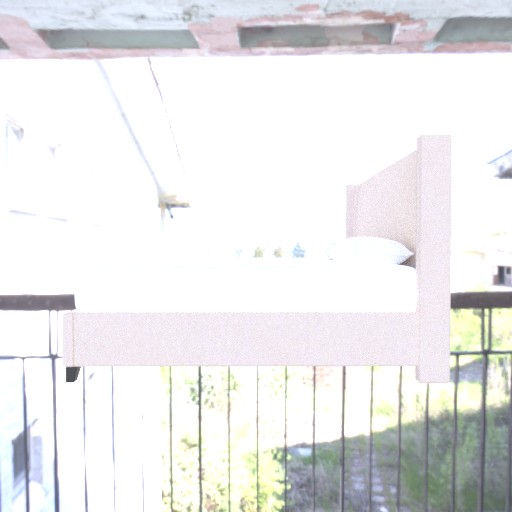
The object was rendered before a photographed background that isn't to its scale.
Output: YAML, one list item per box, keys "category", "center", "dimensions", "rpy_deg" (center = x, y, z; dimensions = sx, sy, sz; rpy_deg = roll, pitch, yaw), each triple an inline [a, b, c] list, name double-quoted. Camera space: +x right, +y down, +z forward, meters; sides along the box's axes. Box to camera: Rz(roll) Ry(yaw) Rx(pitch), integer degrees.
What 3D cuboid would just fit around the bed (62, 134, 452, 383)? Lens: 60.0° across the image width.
- category: "bed"
  center: [0.000, 0.000, 3.664]
  dimensions: [2.293, 1.471, 2.145]
  rpy_deg: [0, 1, 0]
